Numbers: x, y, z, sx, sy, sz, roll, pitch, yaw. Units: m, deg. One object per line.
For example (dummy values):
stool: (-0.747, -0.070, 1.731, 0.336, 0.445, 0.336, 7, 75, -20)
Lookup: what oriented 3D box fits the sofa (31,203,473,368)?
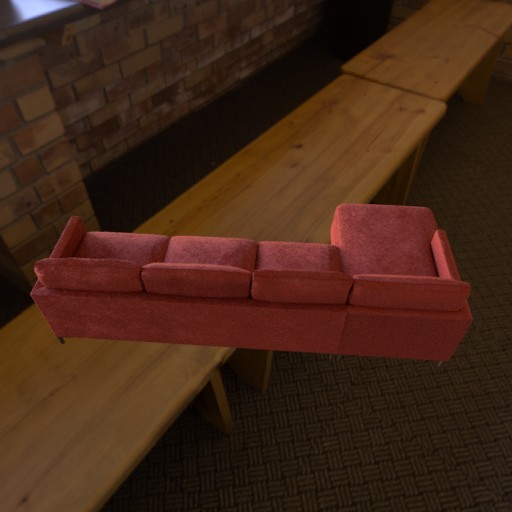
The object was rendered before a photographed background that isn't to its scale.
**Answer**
sofa: (0.000, 0.000, 4.011, 3.400, 0.967, 1.500, 3, 47, 3)
